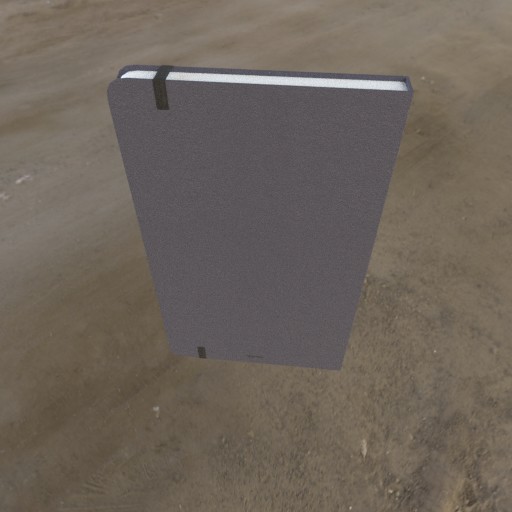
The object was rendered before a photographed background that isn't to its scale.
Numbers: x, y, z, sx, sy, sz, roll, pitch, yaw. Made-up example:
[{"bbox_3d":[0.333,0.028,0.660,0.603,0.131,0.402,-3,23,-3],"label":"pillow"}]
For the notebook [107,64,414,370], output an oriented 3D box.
[{"bbox_3d":[0.000,0.000,0.260,0.127,0.213,0.016,4,46,4],"label":"notebook"}]
